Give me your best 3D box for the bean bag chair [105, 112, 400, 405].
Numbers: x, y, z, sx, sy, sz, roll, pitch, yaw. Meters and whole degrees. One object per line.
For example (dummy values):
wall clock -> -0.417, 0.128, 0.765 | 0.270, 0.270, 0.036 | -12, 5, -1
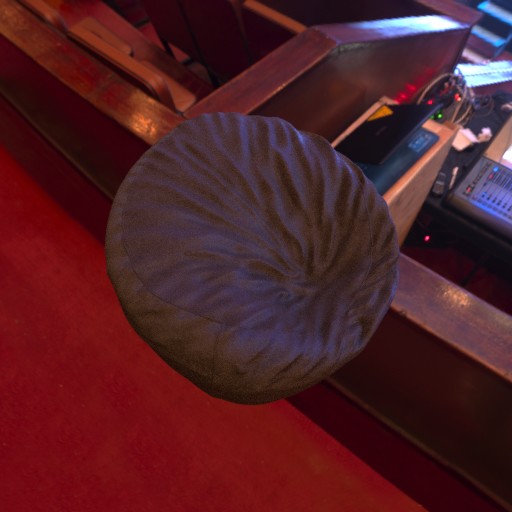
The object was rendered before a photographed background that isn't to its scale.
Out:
bean bag chair -> 0.000, 0.000, 2.053 | 1.245, 0.821, 1.245 | 0, 59, 0
